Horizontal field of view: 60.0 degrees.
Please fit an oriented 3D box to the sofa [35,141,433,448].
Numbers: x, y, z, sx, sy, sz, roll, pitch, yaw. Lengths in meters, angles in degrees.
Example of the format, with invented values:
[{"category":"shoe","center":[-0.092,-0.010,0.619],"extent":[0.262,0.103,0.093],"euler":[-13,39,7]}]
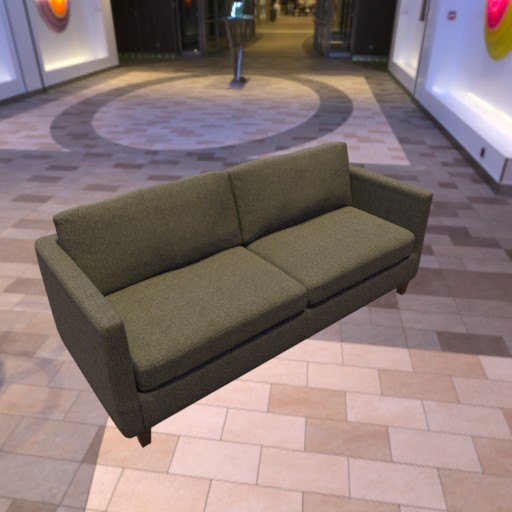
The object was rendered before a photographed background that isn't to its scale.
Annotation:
[{"category":"sofa","center":[0.000,0.000,2.671],"extent":[2.208,0.965,0.948],"euler":[-22,36,-33]}]
